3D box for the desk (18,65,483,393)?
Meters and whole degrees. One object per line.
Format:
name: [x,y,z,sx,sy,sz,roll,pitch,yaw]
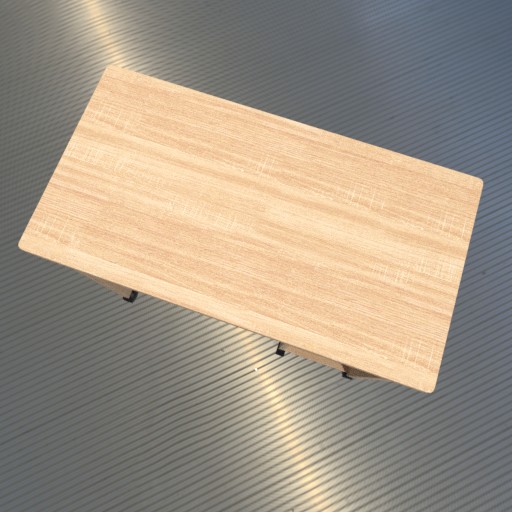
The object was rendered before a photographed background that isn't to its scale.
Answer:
desk: [0.000,0.000,1.310,0.884,0.770,0.480,19,76,5]
